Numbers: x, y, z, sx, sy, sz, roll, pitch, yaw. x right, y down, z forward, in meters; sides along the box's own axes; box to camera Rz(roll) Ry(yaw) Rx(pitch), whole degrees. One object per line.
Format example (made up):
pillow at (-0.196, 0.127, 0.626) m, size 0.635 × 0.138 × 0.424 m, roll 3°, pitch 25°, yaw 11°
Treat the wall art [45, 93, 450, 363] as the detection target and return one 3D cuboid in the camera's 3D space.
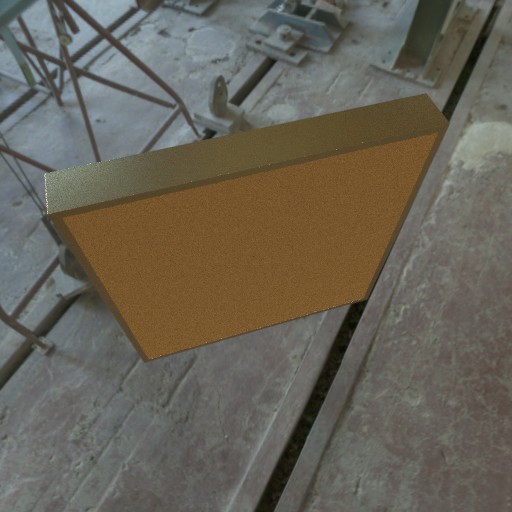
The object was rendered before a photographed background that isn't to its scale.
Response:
wall art at (0.000, 0.000, 0.460) m, size 0.304 × 0.304 × 0.038 m, roll -14°, pitch 59°, yaw -9°
